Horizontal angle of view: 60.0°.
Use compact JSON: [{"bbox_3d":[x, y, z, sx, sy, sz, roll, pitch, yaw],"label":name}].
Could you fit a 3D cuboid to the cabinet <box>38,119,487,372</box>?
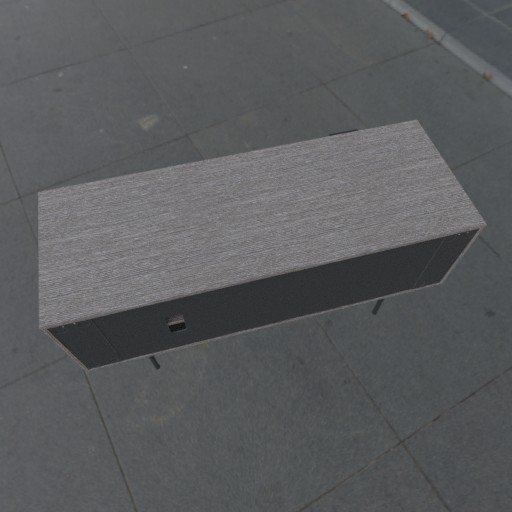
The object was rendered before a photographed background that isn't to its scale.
[{"bbox_3d":[0.000,0.000,1.623,1.300,0.599,0.500,-13,59,-8],"label":"cabinet"}]
